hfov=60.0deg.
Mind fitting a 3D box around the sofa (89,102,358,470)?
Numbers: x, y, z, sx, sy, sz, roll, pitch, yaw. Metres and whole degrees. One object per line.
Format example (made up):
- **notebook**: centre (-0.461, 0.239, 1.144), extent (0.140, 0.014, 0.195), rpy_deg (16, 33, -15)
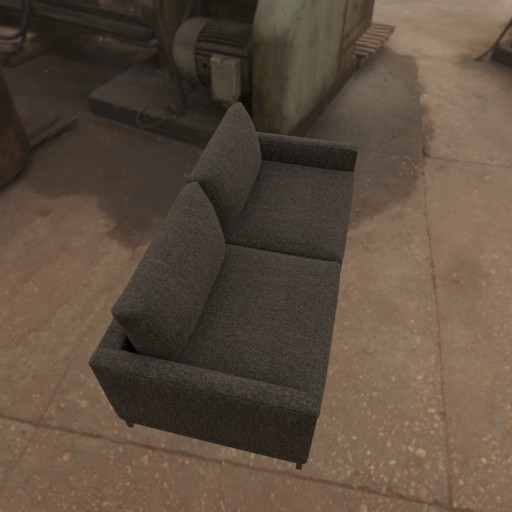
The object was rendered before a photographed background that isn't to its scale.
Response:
- **sofa**: centre (0.000, 0.000, 2.239), extent (0.866, 0.862, 1.716), rpy_deg (10, 47, 9)
